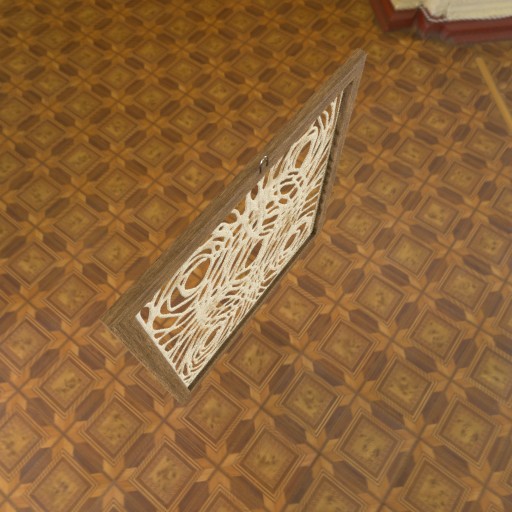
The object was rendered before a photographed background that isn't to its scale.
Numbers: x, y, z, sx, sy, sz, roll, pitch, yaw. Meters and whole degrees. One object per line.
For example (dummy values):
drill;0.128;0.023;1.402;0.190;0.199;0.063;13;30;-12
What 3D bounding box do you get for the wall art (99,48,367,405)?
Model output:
wall art;0.000;0.000;0.838;0.021;0.576;0.561;34;68;16
